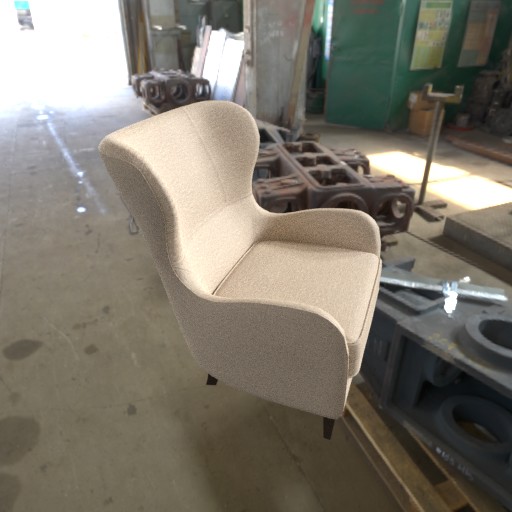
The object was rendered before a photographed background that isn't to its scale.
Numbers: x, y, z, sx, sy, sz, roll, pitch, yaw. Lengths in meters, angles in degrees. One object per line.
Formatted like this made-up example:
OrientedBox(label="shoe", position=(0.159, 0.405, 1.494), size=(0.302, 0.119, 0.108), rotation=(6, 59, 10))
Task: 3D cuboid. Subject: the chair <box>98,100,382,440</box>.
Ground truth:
OrientedBox(label="chair", position=(0.000, 0.000, 1.822), size=(0.984, 1.064, 0.861), rotation=(11, 31, 18))
